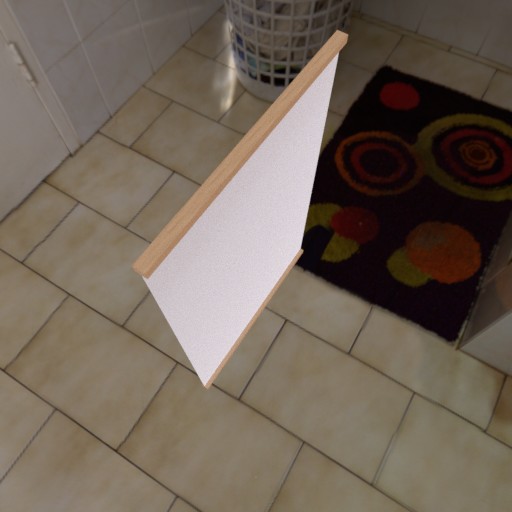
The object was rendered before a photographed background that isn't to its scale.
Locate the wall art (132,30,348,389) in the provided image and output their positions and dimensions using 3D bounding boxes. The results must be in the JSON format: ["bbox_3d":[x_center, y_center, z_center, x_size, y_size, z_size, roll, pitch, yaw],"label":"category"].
[{"bbox_3d":[0.000,0.000,0.639,0.013,0.510,0.335,31,67,14],"label":"wall art"}]
